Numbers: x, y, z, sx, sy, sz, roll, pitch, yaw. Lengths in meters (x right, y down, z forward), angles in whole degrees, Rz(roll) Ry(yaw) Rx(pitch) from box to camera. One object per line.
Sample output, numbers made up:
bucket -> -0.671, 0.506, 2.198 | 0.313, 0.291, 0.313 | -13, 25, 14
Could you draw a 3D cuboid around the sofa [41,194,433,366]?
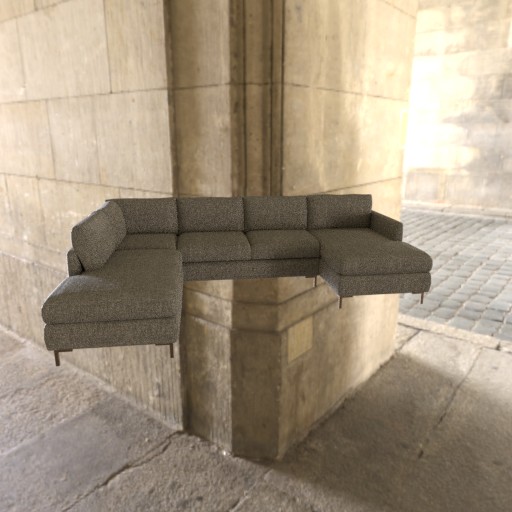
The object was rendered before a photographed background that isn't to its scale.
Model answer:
sofa -> 0.000, 0.000, 3.560 | 2.737, 0.756, 1.879 | -2, 16, -8
